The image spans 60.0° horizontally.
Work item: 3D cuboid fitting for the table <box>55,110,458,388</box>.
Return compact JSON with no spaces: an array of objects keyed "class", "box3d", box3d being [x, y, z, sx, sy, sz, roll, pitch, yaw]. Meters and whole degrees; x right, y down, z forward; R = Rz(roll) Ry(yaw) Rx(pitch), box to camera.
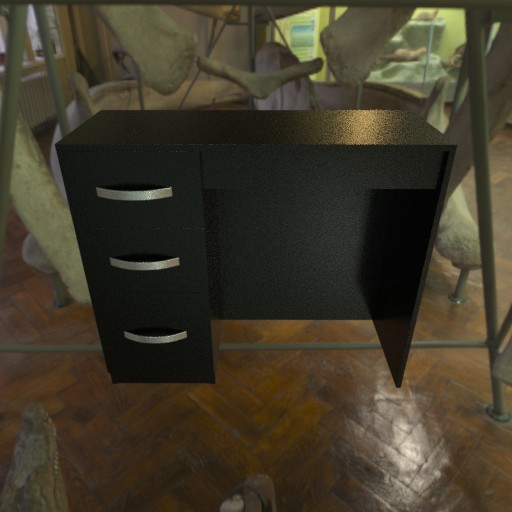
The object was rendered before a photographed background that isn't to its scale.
[{"class":"table","box3d":[0.000,0.000,1.364,0.930,0.790,0.380,0,31,0]}]
